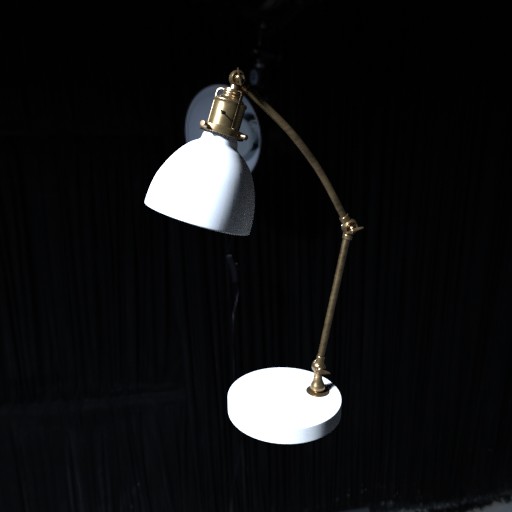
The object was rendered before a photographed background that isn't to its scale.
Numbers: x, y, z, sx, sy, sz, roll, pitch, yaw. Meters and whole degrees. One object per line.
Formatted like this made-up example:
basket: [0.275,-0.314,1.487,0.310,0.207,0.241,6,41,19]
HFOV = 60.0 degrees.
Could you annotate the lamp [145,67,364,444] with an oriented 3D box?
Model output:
lamp: [0.000,0.000,0.666,0.317,0.522,0.186,-2,14,-9]
